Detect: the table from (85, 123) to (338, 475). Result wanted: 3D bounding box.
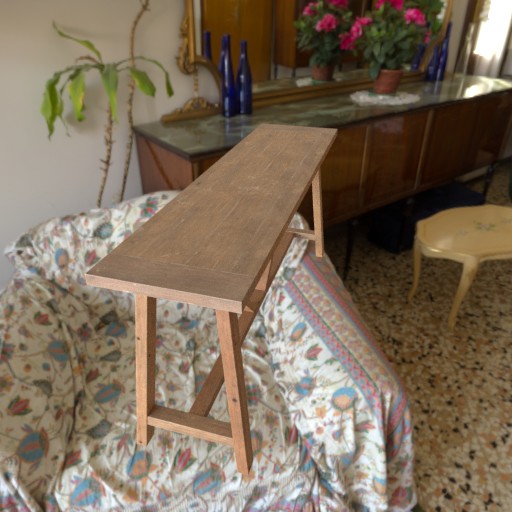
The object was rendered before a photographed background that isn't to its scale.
[{"bbox_3d":[0.000,0.000,2.135,0.465,0.810,1.800,9,31,14],"label":"table"}]
